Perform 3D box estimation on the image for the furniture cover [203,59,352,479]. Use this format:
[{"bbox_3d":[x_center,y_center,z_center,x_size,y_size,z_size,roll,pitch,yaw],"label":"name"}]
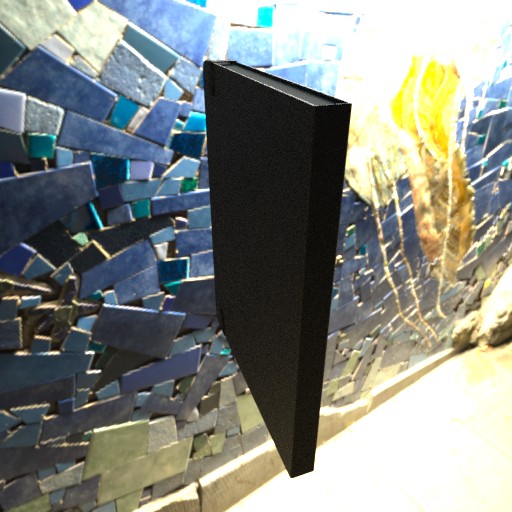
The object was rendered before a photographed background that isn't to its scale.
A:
[{"bbox_3d":[0.000,0.000,0.366,0.023,0.281,0.216,-10,31,-17],"label":"furniture cover"}]
